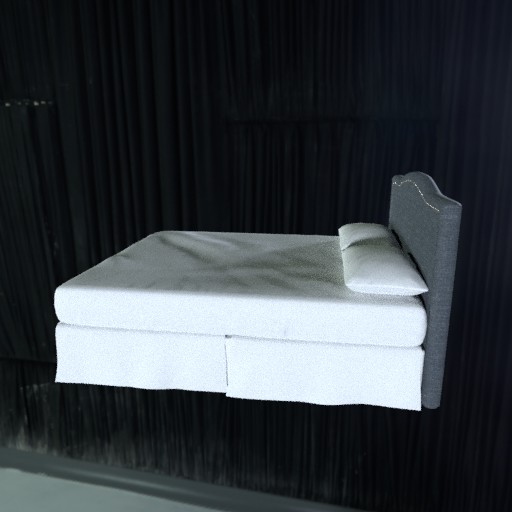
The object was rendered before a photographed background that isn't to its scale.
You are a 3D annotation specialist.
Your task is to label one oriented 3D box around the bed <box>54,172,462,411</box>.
[{"bbox_3d":[0.000,0.000,3.842,2.689,1.457,2.161,2,15,8],"label":"bed"}]
